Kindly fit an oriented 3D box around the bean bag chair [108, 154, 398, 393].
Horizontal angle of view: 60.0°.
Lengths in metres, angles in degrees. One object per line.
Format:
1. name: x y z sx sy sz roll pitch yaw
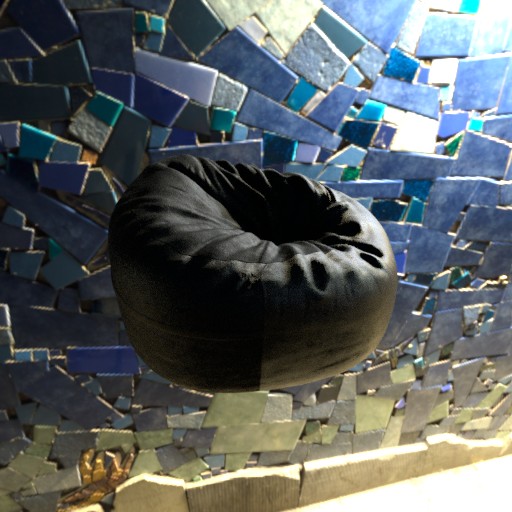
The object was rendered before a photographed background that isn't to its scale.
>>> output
1. bean bag chair: 0.000 0.000 2.473 1.524 0.878 1.524 1 31 2
